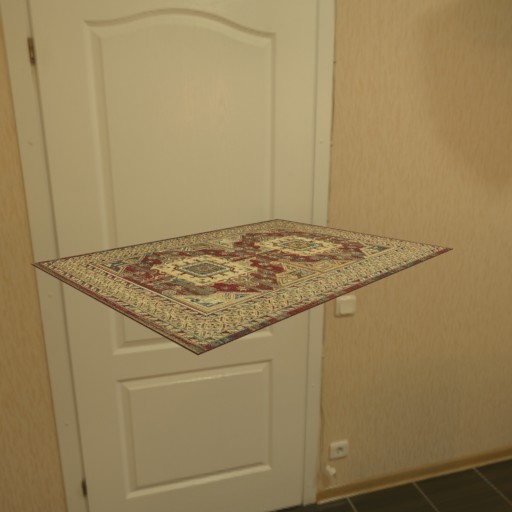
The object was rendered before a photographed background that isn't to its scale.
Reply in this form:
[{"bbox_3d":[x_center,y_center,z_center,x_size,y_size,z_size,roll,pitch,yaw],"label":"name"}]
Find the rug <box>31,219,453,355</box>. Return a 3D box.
[{"bbox_3d":[0.000,0.000,4.162,3.197,0.013,2.381,-14,20,-43],"label":"rug"}]
